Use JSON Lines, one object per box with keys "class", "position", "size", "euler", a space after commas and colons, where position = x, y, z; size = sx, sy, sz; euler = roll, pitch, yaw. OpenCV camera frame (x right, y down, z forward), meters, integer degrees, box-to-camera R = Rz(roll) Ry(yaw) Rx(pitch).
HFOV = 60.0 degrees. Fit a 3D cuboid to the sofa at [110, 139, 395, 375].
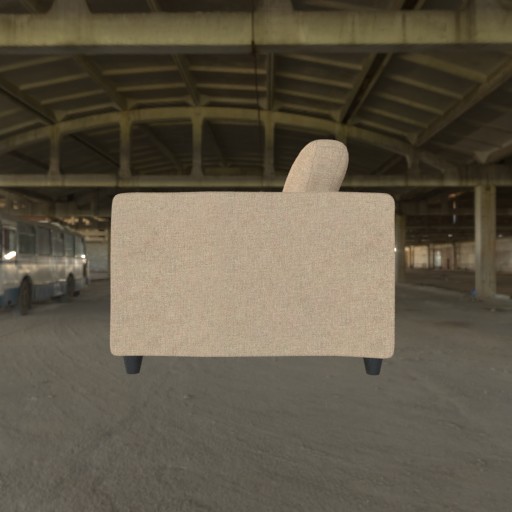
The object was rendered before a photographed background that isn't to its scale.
{"class": "sofa", "position": [0.000, 0.000, 2.344], "size": [0.930, 0.800, 1.855], "euler": [0, 0, 1]}
